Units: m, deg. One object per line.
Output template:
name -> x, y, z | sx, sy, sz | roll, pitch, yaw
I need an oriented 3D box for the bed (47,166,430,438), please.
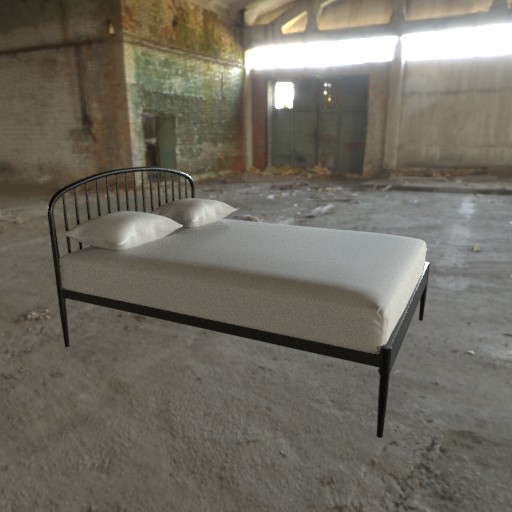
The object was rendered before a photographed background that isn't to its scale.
bed -> 0.000, 0.000, 3.120 | 2.159, 1.166, 1.618 | 7, 17, 26
